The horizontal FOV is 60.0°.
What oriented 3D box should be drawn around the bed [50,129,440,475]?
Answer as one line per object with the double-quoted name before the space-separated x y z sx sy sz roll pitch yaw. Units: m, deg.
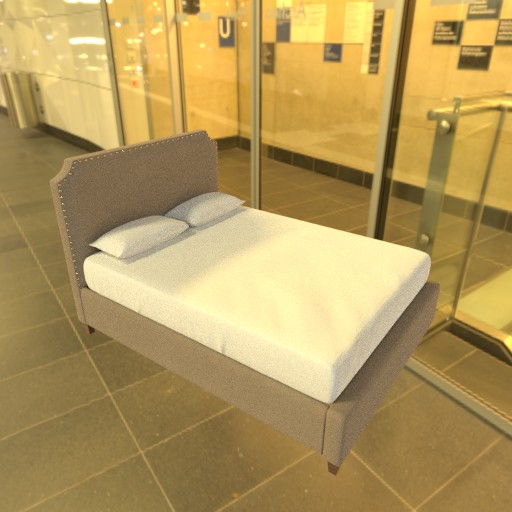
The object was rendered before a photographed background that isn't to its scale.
"bed" 0.000 0.000 3.327 2.329 1.415 1.703 18 31 32
